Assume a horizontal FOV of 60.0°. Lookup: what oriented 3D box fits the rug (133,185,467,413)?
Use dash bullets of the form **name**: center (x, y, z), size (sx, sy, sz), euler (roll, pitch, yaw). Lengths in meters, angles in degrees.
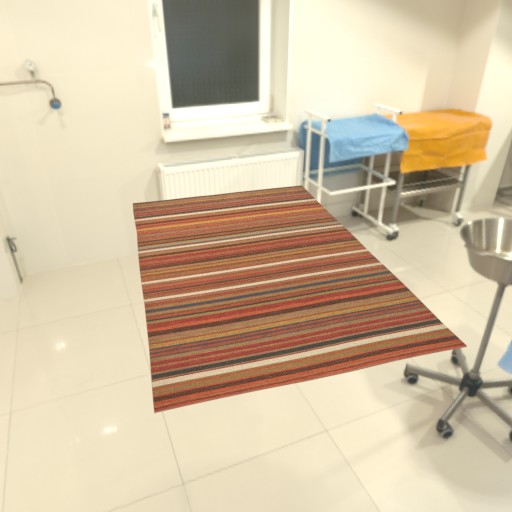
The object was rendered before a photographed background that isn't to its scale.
- **rug**: center (0.000, 0.000, 2.366), size (1.217, 0.007, 1.828), euler (-8, 31, -14)
